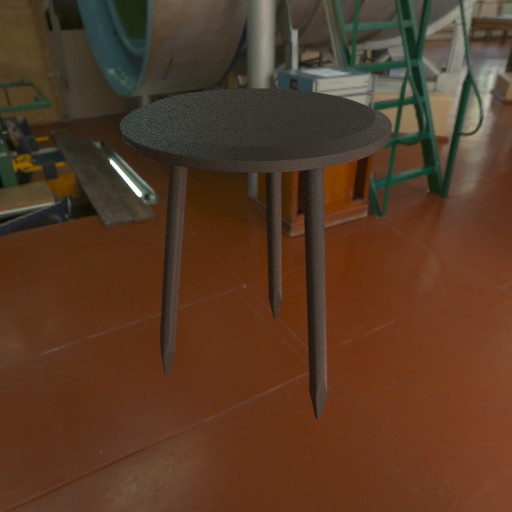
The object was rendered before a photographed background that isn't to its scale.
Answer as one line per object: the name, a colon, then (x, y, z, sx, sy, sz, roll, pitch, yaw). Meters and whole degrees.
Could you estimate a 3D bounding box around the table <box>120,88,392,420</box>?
table: (0.000, 0.000, 0.916, 0.457, 0.585, 0.457, 0, 31, 0)
